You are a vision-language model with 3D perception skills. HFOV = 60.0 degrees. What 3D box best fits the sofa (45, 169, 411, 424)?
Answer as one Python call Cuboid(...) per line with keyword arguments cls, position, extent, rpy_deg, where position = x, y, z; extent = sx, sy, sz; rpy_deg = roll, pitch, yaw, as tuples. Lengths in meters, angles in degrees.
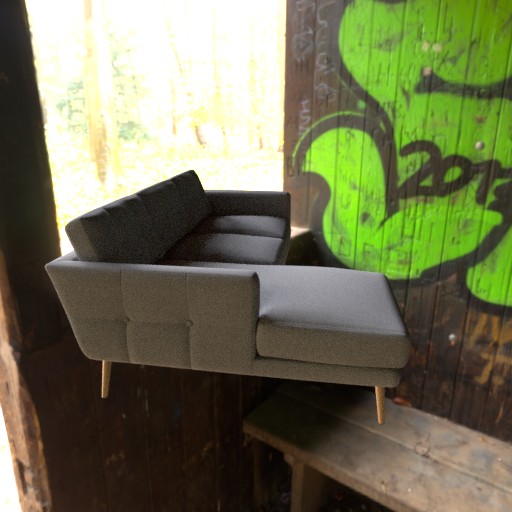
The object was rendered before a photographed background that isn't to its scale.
Cuboid(cls="sofa", position=(0.000, 0.000, 2.769), extent=(1.530, 0.860, 2.040), rpy_deg=(3, 18, 8))
